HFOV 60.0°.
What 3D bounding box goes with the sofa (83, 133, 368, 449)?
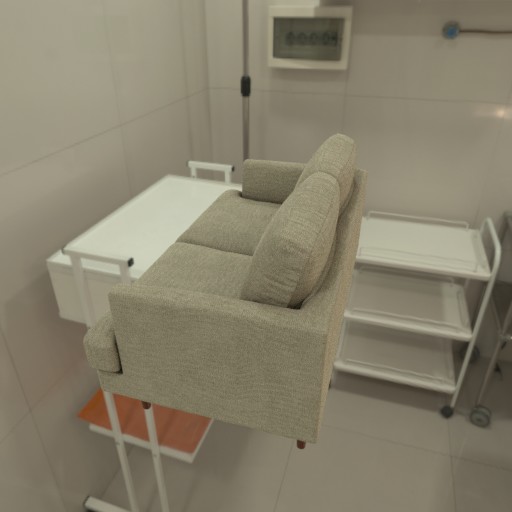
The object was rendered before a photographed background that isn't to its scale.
[{"bbox_3d":[0.000,0.000,2.167,0.903,0.944,1.582,9,31,14],"label":"sofa"}]
